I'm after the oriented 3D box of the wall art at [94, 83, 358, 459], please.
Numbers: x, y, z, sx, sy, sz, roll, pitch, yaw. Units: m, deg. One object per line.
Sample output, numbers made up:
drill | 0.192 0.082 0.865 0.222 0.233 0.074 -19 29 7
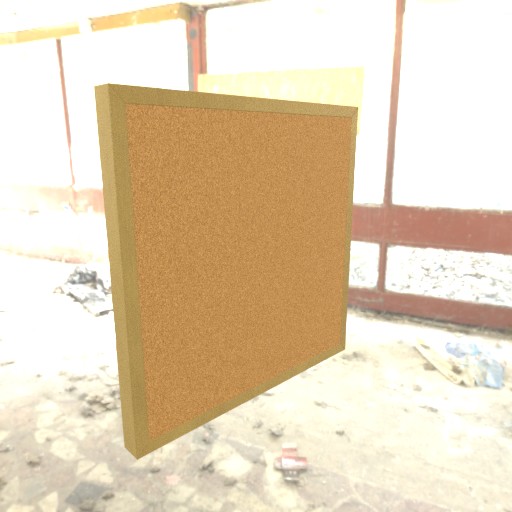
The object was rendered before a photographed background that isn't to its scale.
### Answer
wall art | 0.000 0.000 0.756 0.508 0.508 0.038 -13 19 -42
